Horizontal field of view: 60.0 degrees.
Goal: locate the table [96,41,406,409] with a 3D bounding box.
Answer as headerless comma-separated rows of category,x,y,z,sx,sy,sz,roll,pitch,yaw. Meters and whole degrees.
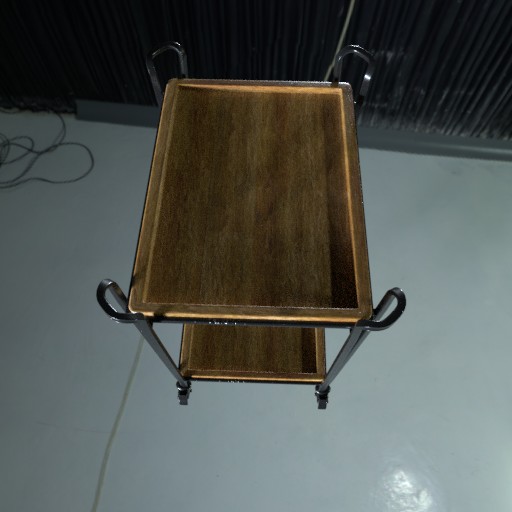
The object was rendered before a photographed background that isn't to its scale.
table,0.000,0.000,1.190,0.505,0.785,0.672,2,63,1
